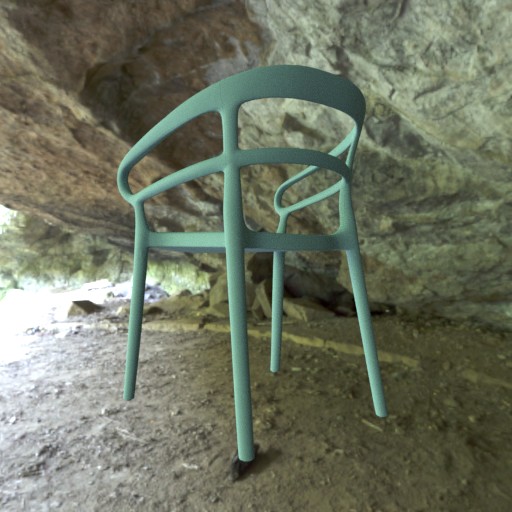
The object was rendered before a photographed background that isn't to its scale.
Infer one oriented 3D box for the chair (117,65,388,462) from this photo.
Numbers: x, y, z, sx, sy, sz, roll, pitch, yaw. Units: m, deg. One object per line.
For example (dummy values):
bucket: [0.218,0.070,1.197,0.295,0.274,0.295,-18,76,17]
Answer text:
chair: [0.000,0.000,1.131,0.559,0.761,0.527,0,0,-36]
